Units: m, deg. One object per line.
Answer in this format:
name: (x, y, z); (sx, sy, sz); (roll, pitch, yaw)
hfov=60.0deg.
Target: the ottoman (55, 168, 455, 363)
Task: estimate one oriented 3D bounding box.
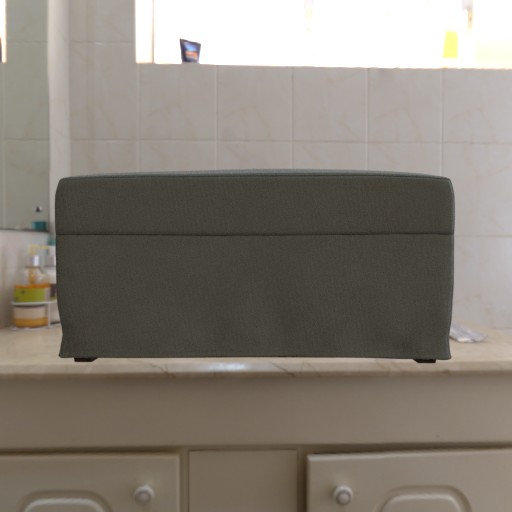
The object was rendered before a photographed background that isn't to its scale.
ottoman: (0.000, 0.000, 1.306); (0.842, 0.441, 0.843); (0, 0, 1)
